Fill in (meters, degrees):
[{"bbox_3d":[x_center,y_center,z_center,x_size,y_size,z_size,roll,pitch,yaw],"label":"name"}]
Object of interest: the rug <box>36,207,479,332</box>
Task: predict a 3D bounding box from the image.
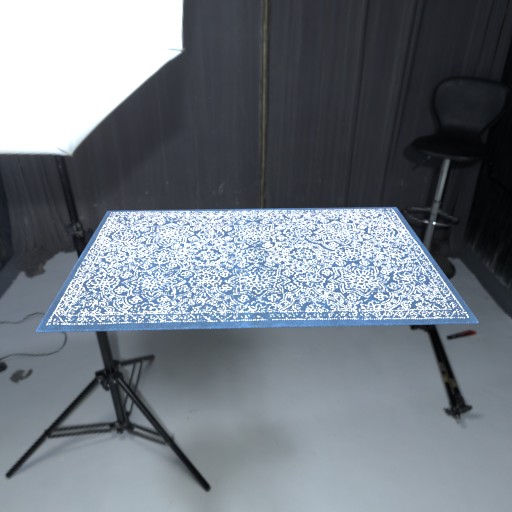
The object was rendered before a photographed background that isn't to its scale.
[{"bbox_3d":[0.000,0.000,3.091,2.441,0.015,1.526,-1,31,-1],"label":"rug"}]
